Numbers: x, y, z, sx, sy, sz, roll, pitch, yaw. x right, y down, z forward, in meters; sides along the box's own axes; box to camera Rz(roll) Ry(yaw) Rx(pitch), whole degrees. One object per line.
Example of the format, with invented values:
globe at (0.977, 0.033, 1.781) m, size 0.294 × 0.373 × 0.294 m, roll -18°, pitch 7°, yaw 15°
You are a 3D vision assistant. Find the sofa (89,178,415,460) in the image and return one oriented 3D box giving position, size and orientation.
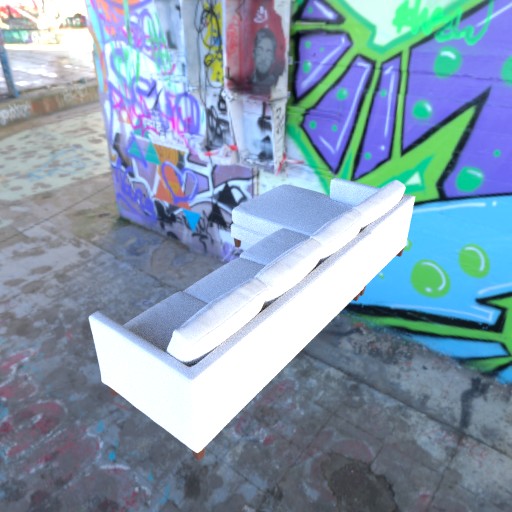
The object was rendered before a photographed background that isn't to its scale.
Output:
sofa at (0.000, 0.000, 3.927) m, size 1.625 × 0.861 × 3.186 m, roll 21°, pitch 36°, yaw 32°
